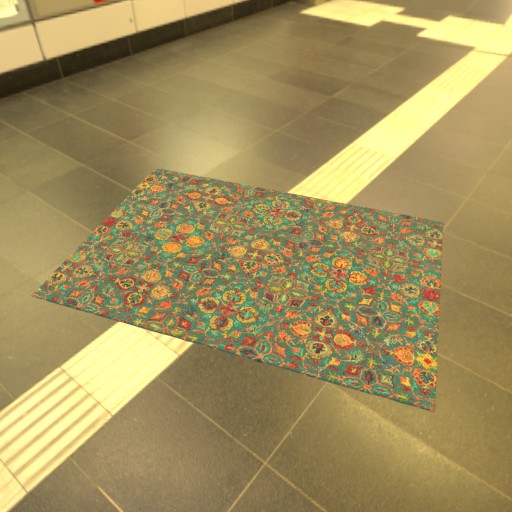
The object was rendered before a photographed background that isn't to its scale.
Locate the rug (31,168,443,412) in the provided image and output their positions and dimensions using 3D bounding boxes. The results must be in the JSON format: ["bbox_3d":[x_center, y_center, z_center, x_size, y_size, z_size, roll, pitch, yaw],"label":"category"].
[{"bbox_3d":[0.000,0.000,2.880,2.290,0.016,1.527,13,44,14],"label":"rug"}]
